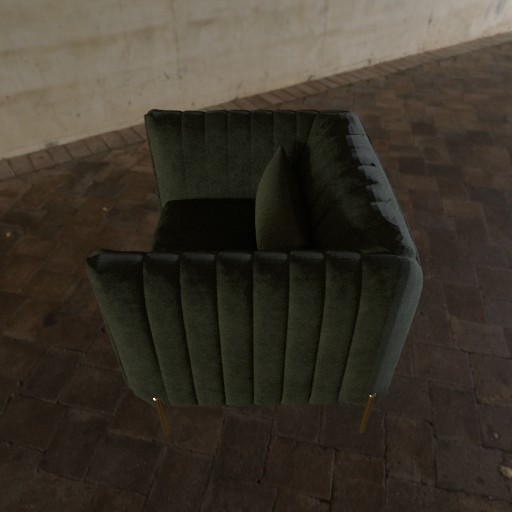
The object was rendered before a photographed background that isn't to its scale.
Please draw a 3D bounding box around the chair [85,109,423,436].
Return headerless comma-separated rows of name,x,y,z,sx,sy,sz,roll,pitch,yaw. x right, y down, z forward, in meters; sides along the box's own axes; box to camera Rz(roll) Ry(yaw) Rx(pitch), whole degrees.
chair,0.000,0.000,1.674,0.877,0.794,1.032,-1,41,-1
